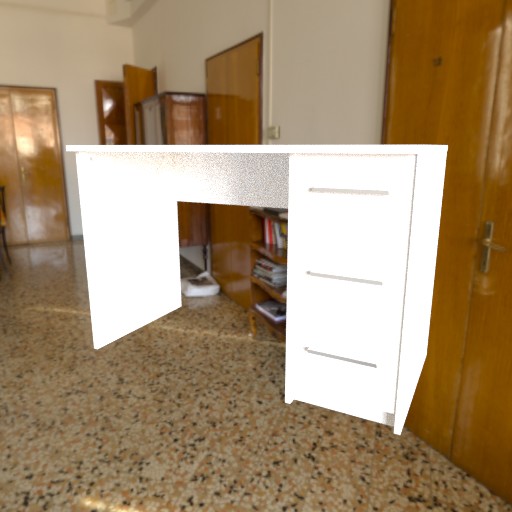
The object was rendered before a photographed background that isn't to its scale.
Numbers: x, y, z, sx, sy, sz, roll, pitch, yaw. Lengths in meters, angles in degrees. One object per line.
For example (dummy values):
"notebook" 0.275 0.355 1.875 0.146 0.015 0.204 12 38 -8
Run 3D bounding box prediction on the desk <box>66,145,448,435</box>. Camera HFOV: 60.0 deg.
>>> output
"desk" 0.000 0.000 1.517 1.097 0.735 0.560 7 16 27
